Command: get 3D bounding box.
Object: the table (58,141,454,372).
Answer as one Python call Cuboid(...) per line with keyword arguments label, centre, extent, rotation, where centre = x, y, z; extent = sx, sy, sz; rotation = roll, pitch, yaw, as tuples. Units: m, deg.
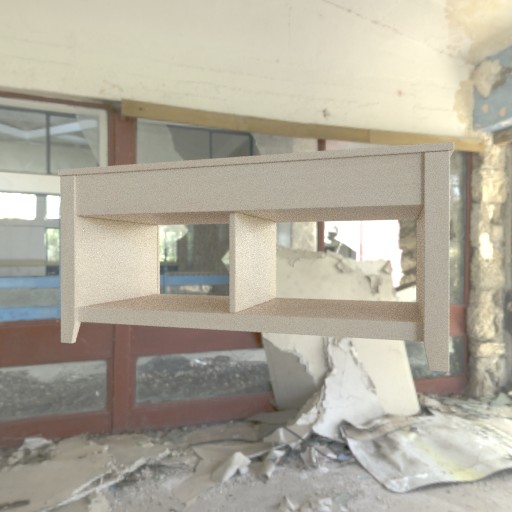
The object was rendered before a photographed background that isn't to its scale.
Cuboid(label="table", centre=(0.000, 0.000, 1.299), extent=(1.016, 0.483, 0.457), rotation=(0, 0, 18))
